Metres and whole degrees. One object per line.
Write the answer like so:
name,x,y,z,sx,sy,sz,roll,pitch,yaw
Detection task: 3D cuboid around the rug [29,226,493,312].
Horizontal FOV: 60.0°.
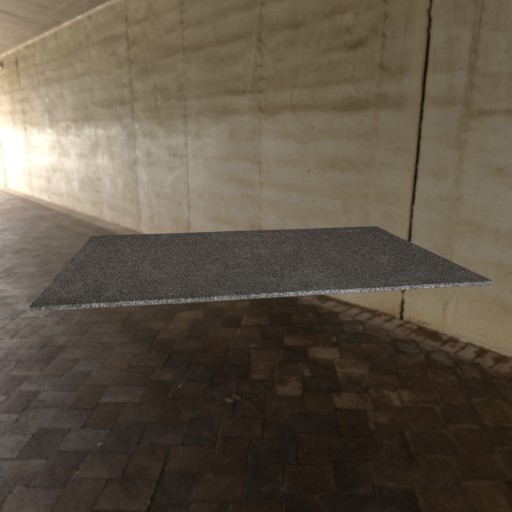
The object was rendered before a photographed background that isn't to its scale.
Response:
rug,0.000,0.000,2.914,2.350,0.025,1.502,-2,16,-9
